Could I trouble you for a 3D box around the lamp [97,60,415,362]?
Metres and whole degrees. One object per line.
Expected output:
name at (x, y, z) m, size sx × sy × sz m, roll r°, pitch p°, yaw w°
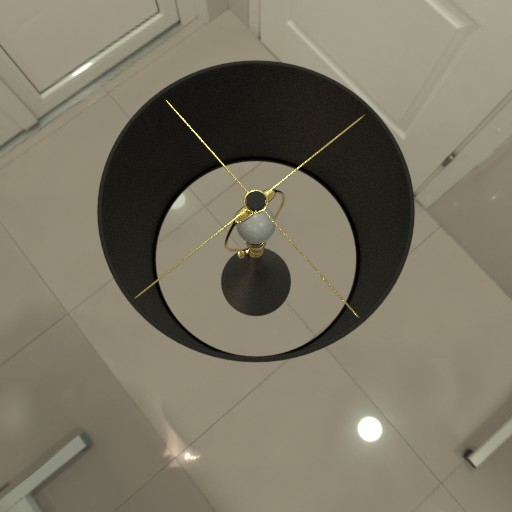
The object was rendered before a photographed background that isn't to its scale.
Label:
lamp at (0.000, 0.000, 0.785) m, size 0.359 × 0.584 × 0.359 m, roll -39°, pitch 80°, yaw -8°
